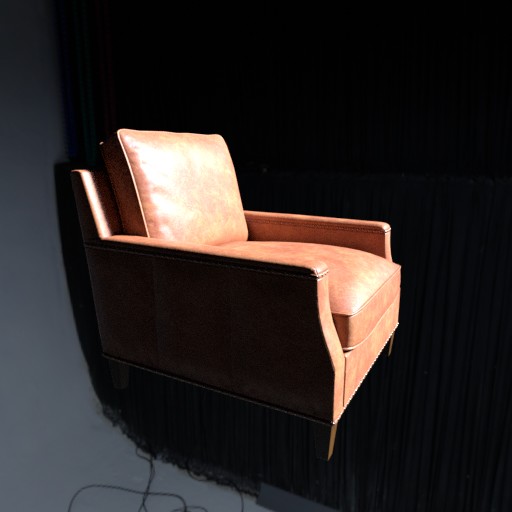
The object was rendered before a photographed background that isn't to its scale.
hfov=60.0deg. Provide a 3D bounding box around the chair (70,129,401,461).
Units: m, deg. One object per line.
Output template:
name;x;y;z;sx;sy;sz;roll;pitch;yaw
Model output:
chair;0.000;0.000;1.724;1.014;0.943;0.853;7;15;28
